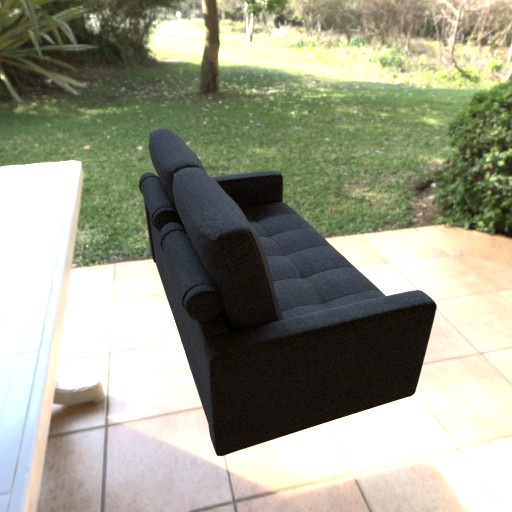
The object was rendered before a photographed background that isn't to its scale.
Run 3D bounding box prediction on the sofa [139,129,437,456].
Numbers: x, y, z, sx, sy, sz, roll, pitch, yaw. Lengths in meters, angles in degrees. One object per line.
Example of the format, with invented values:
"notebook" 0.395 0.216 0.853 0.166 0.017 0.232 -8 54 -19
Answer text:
"sofa" 0.000 0.000 1.966 0.842 0.907 1.407 -10 32 -17
